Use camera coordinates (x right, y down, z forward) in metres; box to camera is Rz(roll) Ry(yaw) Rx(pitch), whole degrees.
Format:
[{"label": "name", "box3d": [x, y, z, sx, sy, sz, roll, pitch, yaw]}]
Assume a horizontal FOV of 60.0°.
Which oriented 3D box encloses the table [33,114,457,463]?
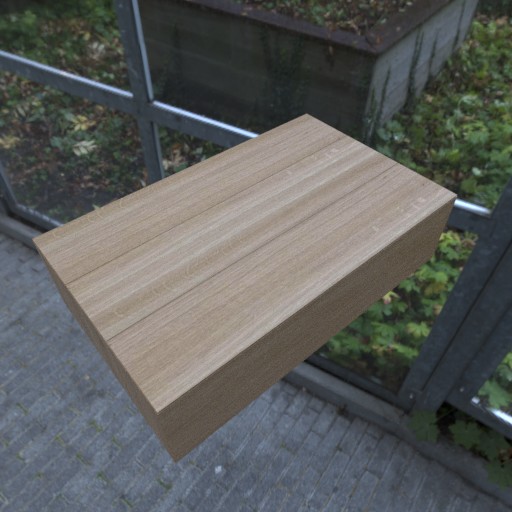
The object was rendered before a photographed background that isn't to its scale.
[{"label": "table", "box3d": [0.000, 0.000, 1.467, 1.110, 0.353, 0.678, -32, 54, -27]}]
